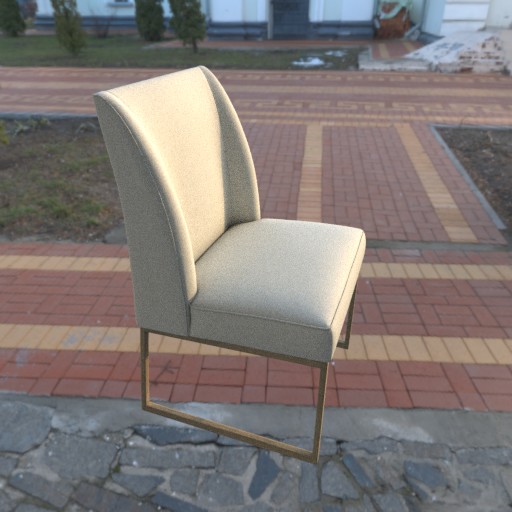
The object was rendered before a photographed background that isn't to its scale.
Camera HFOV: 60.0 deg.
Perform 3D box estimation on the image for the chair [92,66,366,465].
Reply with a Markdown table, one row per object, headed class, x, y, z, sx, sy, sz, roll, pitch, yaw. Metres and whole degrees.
| class | x | y | z | sx | sy | sz | roll | pitch | yaw |
| --- | --- | --- | --- | --- | --- | --- | --- | --- | --- |
| chair | 0.000 | 0.000 | 1.169 | 0.522 | 0.863 | 0.508 | 10 | 31 | 17 |
